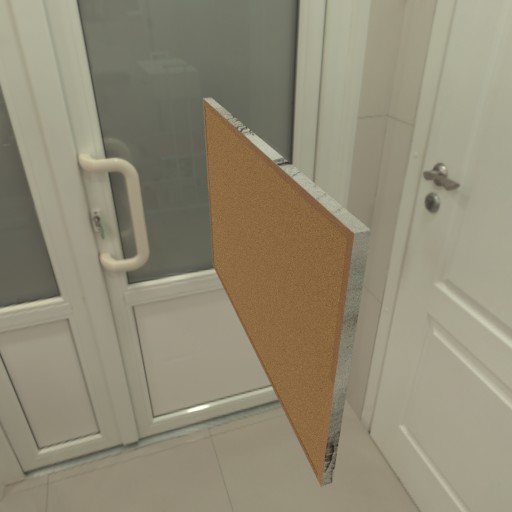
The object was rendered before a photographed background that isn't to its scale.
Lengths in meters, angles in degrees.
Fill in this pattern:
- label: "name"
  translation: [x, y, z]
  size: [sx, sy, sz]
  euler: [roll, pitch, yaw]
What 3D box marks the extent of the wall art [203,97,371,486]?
- label: "wall art"
  translation: [0.000, 0.000, 1.433]
  size: [0.035, 0.758, 1.141]
  euler: [-10, 33, -16]
